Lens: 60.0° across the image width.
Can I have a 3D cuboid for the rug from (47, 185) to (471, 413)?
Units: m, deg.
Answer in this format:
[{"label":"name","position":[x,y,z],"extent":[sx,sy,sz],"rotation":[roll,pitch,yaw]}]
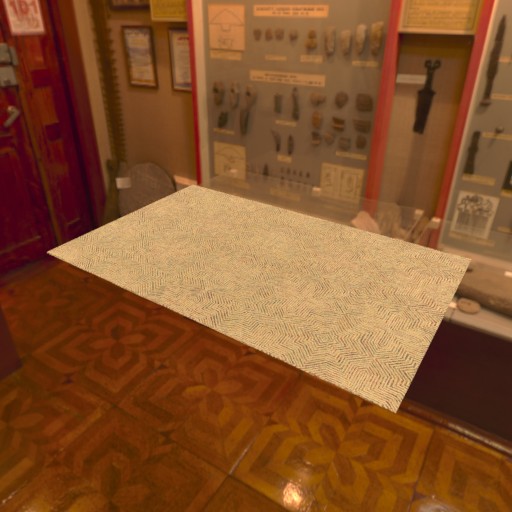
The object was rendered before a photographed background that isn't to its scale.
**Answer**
[{"label":"rug","position":[0.000,0.000,2.983],"extent":[2.428,0.007,1.519],"rotation":[19,35,29]}]
